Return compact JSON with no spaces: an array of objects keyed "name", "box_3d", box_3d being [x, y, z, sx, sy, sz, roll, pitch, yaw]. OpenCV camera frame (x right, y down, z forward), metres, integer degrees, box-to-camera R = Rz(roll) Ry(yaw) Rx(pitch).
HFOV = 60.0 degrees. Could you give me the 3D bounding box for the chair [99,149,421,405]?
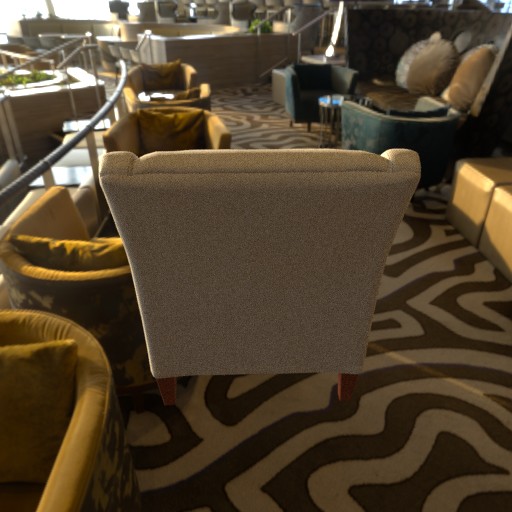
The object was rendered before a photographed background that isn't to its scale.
[{"name":"chair","box_3d":[0.000,0.000,1.620,0.774,1.014,0.870,-1,31,-1]}]
